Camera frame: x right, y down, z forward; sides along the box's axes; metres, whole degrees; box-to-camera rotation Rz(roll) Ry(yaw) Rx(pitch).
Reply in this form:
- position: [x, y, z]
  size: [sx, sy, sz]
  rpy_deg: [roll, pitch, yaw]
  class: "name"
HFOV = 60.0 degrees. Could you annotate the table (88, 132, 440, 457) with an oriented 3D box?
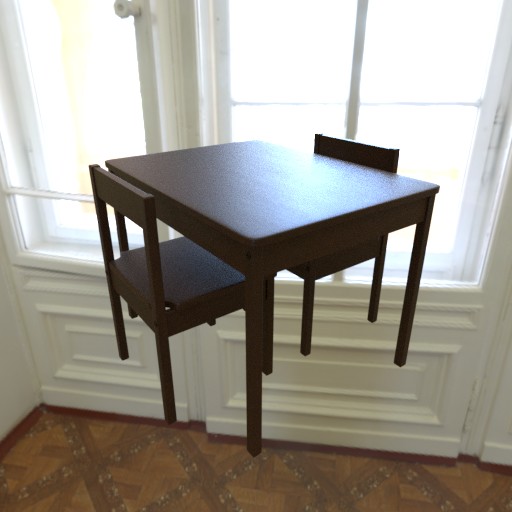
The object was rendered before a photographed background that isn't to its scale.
- position: [0.000, 0.000, 1.117]
  size: [0.672, 0.503, 0.650]
  rpy_deg: [-17, 30, -32]
  class: "table"
